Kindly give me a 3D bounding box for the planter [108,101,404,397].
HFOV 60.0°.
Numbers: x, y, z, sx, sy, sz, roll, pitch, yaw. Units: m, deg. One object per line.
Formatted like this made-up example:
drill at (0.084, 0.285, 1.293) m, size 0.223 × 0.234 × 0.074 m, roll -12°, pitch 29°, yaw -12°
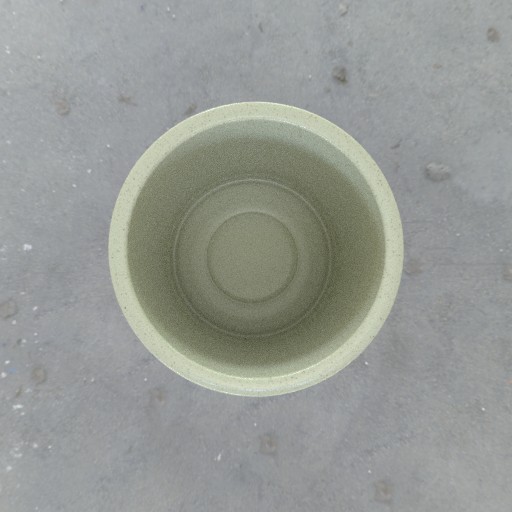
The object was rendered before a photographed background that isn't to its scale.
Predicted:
planter at (0.000, 0.000, 0.704) m, size 0.323 × 0.475 × 0.314 m, roll 0°, pitch 88°, yaw -1°
